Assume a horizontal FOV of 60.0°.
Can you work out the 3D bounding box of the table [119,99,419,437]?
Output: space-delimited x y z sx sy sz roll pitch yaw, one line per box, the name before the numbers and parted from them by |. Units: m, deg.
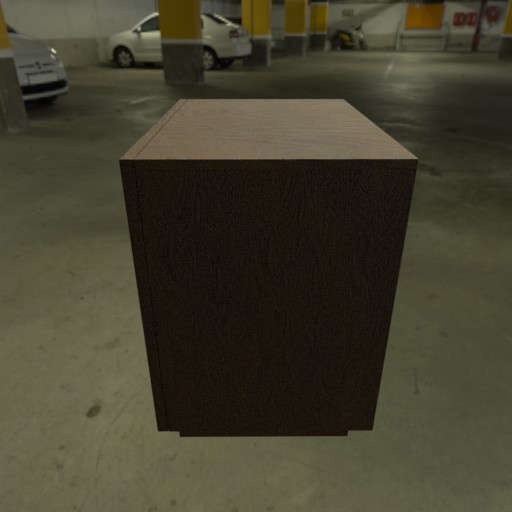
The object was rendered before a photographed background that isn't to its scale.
table | 0.000 0.000 0.982 0.439 0.585 0.560 0 27 0
